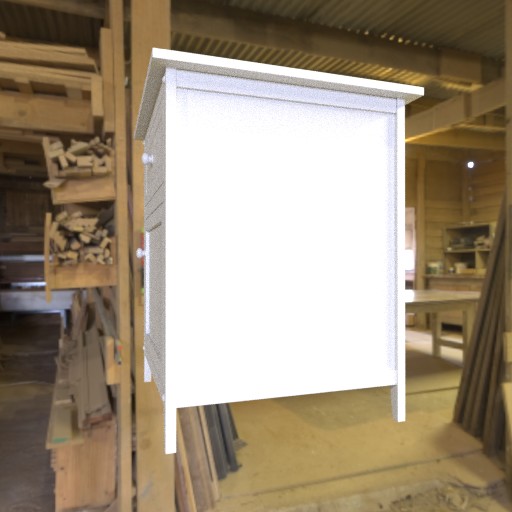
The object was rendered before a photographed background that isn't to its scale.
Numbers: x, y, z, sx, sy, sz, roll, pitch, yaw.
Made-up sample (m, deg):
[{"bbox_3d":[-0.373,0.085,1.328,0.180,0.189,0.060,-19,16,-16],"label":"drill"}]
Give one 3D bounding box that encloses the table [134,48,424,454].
[{"bbox_3d":[0.000,0.000,0.754,0.381,0.483,0.381,0,0,-18],"label":"table"}]
